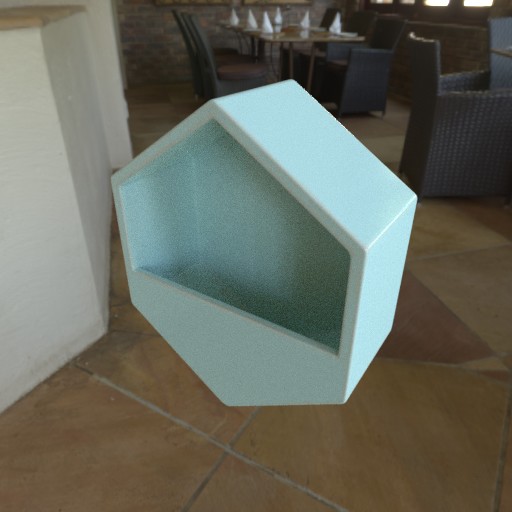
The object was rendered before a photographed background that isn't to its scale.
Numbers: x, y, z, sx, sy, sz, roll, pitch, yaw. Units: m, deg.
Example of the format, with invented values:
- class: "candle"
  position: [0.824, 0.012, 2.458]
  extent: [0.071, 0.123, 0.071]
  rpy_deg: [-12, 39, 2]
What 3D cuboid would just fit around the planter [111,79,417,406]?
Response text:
- class: "planter"
  position: [0.000, 0.000, 0.288]
  extent: [0.169, 0.207, 0.078]
  rpy_deg: [19, 35, 29]
